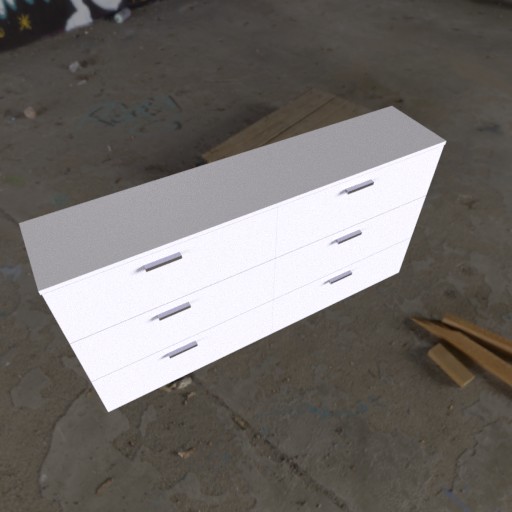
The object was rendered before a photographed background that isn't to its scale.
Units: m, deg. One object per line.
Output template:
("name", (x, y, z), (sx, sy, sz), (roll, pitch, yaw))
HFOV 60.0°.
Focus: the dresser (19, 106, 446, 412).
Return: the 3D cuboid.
("dresser", (0.000, 0.000, 1.849), (1.535, 0.790, 0.333), (-22, 51, -20))
